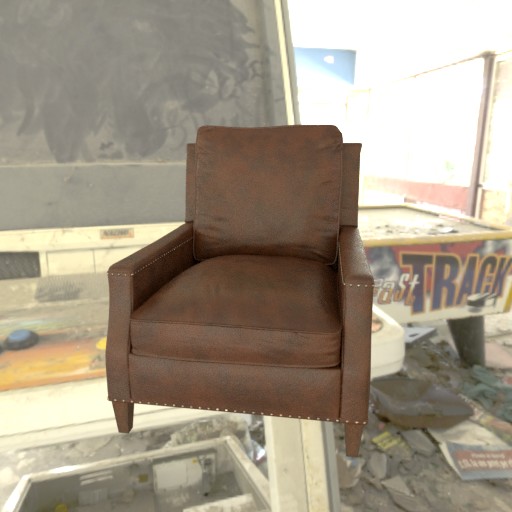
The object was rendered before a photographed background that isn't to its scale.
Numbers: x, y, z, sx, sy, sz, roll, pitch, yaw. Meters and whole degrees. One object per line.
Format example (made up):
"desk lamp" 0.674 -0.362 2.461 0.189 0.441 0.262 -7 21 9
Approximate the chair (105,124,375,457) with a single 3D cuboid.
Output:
"chair" 0.000 0.000 1.780 0.854 1.054 1.035 2 13 9
